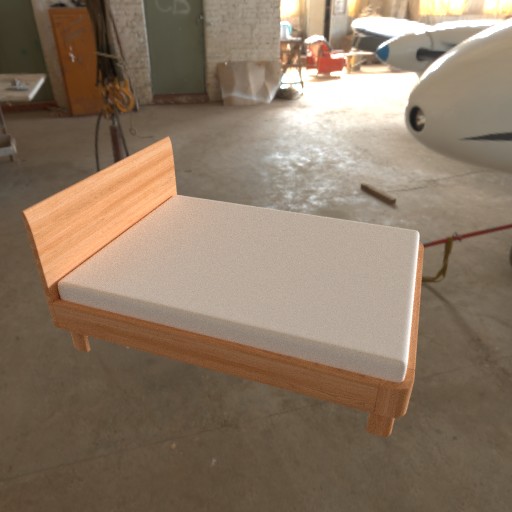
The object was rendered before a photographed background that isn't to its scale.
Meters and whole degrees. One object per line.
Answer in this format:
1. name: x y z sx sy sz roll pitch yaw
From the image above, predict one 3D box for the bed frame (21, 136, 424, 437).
1. bed frame: 0.000 0.000 2.775 1.992 0.940 1.472 10 32 17
